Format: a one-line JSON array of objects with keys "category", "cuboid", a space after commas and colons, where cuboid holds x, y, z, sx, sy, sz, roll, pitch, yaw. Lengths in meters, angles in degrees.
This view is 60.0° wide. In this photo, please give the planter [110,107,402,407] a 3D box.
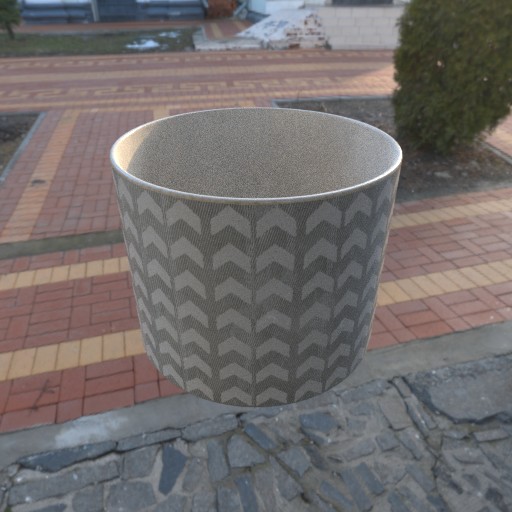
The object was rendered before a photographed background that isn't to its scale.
[{"category": "planter", "cuboid": [0.000, 0.000, 0.345, 0.190, 0.181, 0.190, 0, 32, 0]}]
